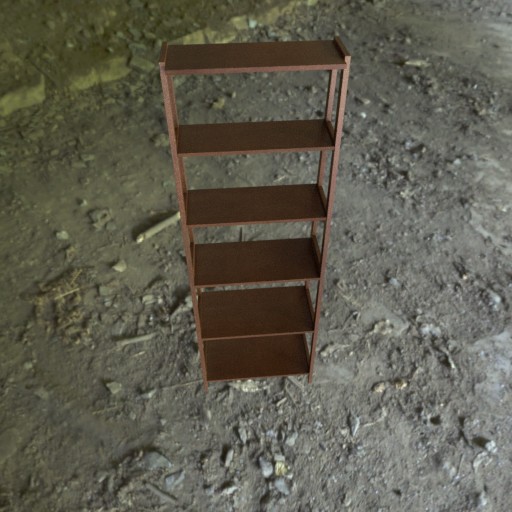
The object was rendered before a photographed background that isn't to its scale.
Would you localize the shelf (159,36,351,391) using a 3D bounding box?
[{"bbox_3d":[0.000,0.000,2.173,0.660,1.892,0.382,-3,45,-3],"label":"shelf"}]
